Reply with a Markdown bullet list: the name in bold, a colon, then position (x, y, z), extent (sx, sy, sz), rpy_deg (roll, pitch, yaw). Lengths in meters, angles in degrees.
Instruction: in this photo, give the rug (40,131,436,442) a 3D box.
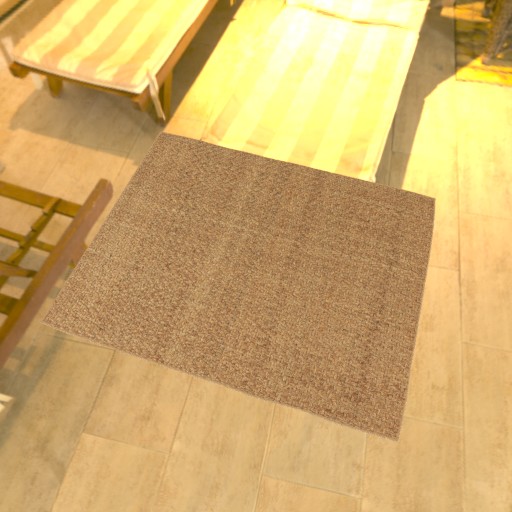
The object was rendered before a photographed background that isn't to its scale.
- **rug**: position (0.000, 0.000, 4.083), extent (3.048, 0.013, 2.439), rpy_deg (16, 60, 9)
